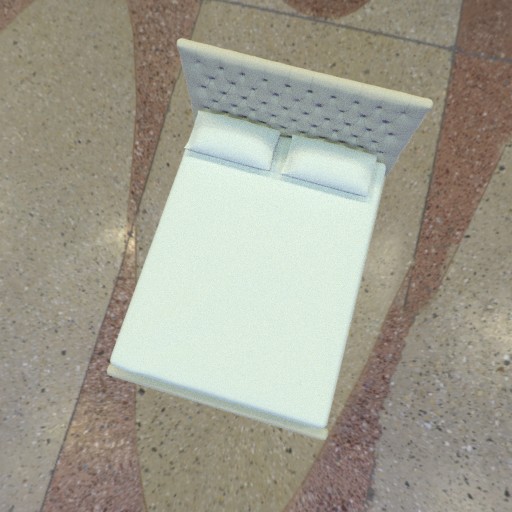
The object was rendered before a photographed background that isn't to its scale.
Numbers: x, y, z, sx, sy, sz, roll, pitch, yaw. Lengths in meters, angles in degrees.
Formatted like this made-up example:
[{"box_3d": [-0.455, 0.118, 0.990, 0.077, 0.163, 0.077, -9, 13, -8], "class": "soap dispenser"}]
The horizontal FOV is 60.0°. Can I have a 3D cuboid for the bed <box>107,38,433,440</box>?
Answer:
[{"box_3d": [0.000, 0.000, 3.234, 1.696, 1.426, 2.233, 16, 76, 4], "class": "bed"}]
